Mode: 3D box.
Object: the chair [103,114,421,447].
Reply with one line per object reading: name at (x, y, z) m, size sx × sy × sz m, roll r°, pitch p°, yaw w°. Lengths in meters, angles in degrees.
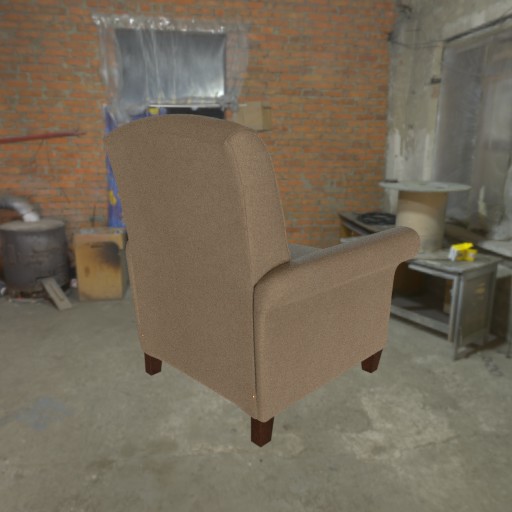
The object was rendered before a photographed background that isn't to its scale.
chair at (0.000, 0.000, 1.804) m, size 0.905 × 1.061 × 0.978 m, roll -14°, pitch 19°, yaw -43°
